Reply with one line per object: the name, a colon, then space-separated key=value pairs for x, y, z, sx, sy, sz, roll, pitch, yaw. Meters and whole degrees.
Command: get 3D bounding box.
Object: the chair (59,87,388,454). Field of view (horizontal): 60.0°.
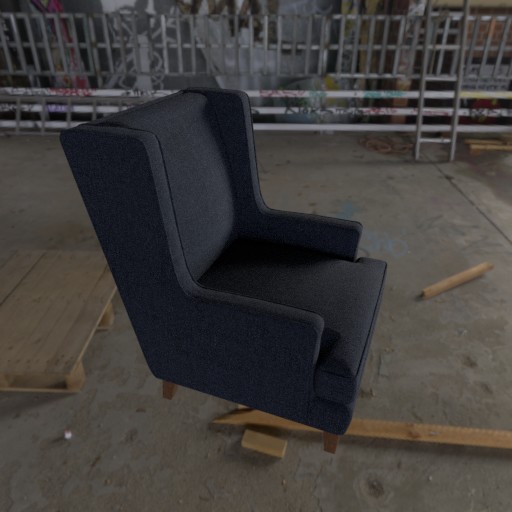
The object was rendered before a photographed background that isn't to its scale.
chair: x=0.000 y=0.000 z=1.704 sx=0.947 sy=1.072 sz=0.764 roll=11 pitch=32 yaw=18
